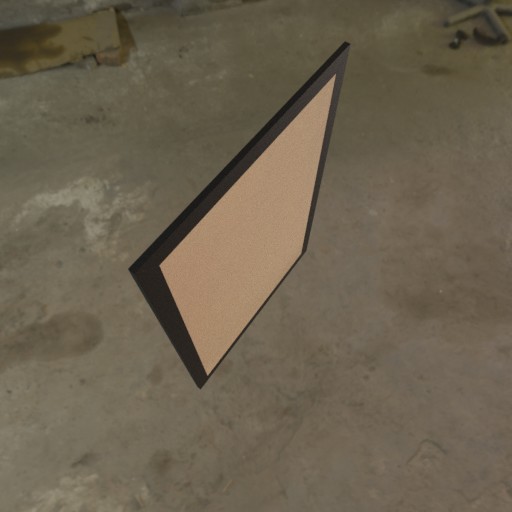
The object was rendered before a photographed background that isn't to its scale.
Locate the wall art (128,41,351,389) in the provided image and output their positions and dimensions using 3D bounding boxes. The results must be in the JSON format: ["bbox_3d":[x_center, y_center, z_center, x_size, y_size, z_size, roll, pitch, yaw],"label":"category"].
[{"bbox_3d":[0.000,0.000,0.700,0.008,0.530,0.379,33,67,16],"label":"wall art"}]
